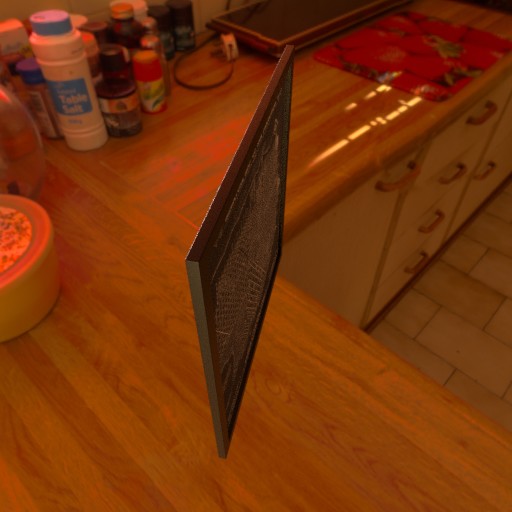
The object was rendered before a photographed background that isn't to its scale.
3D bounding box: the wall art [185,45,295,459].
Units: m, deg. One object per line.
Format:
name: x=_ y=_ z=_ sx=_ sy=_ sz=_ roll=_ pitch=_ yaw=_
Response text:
wall art: x=0.000 y=0.000 z=0.684 sx=0.012 sy=0.458 sz=0.457 roll=10 pitch=47 yaw=9
